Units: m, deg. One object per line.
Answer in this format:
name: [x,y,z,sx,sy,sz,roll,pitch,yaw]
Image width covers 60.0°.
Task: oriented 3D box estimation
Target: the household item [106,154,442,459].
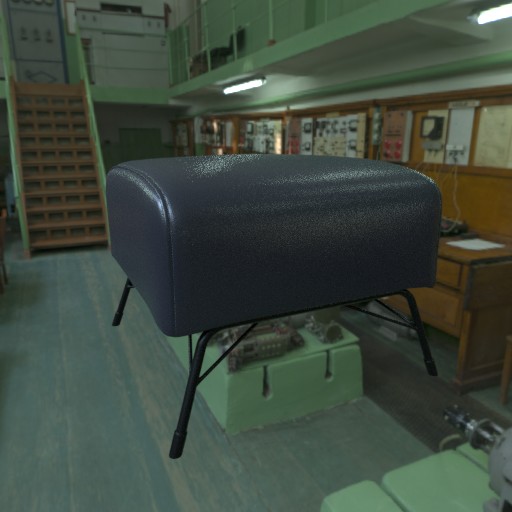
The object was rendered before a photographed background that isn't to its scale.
household item: [0.000,0.000,0.917,0.530,0.410,0.530,-7,17,-25]
